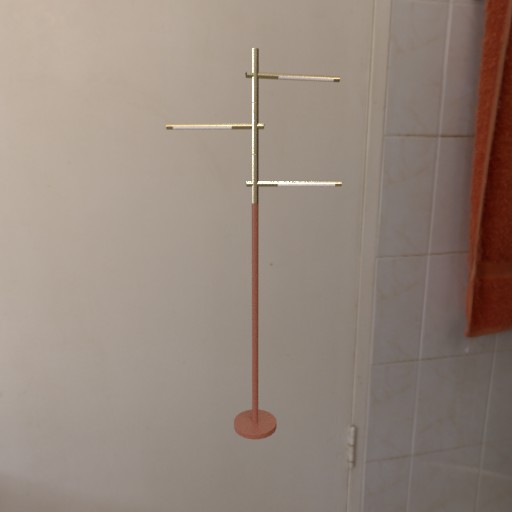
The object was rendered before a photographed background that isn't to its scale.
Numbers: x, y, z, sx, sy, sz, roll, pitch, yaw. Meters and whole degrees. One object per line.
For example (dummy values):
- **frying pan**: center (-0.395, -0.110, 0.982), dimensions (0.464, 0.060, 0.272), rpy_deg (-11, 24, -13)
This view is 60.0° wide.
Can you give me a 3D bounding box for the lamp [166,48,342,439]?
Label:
- **lamp**: center (0.000, 0.000, 1.970), dimensions (0.737, 1.704, 0.209), rpy_deg (-2, 13, -10)
